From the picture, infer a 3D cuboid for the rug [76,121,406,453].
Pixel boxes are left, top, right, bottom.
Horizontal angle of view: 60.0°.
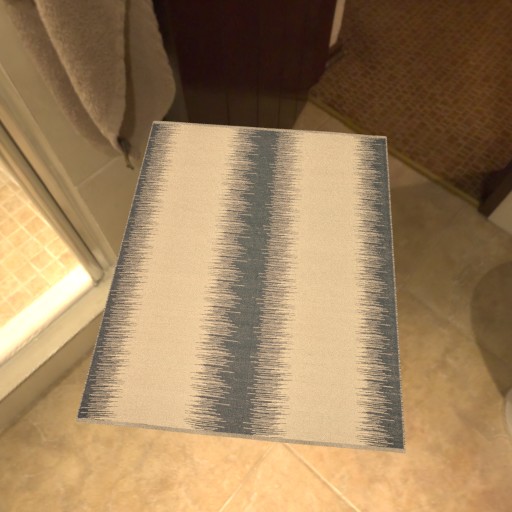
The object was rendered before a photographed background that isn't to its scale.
[{"bbox_3d":[0.000,0.000,3.959,2.453,0.004,3.037,4,63,2],"label":"rug"}]
